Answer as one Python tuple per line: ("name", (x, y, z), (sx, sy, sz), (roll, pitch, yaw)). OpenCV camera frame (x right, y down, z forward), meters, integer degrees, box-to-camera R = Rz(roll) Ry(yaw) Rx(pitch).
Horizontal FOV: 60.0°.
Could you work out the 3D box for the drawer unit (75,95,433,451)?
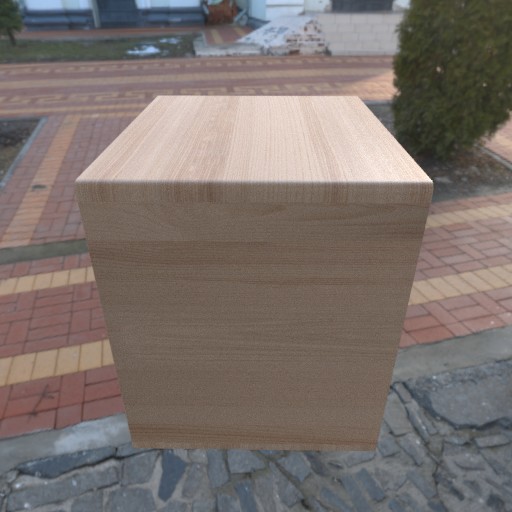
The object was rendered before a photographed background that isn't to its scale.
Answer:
("drawer unit", (0.000, 0.000, 0.591), (0.290, 0.344, 0.344), (0, 31, 1))
